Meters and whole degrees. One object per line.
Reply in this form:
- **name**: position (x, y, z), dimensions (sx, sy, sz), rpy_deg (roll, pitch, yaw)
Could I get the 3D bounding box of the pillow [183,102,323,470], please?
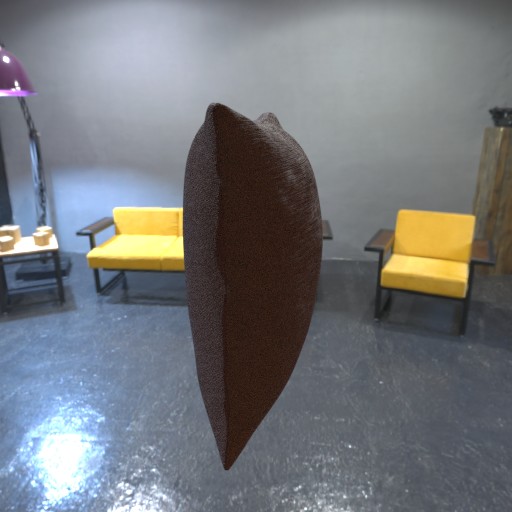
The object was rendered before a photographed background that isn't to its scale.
- **pillow**: position (0.000, 0.000, 0.693), dimensions (0.204, 0.439, 0.452), rpy_deg (3, 17, 8)
